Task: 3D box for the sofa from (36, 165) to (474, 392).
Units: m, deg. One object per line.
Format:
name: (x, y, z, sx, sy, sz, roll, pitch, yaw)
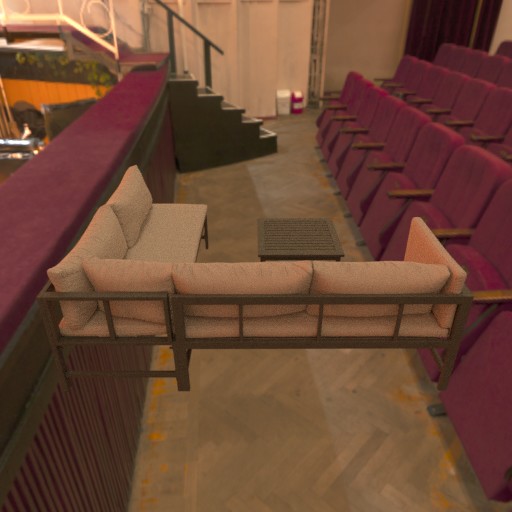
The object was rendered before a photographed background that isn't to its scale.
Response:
sofa: (0.000, 0.000, 2.955, 2.096, 0.758, 1.658, 0, 30, 0)
